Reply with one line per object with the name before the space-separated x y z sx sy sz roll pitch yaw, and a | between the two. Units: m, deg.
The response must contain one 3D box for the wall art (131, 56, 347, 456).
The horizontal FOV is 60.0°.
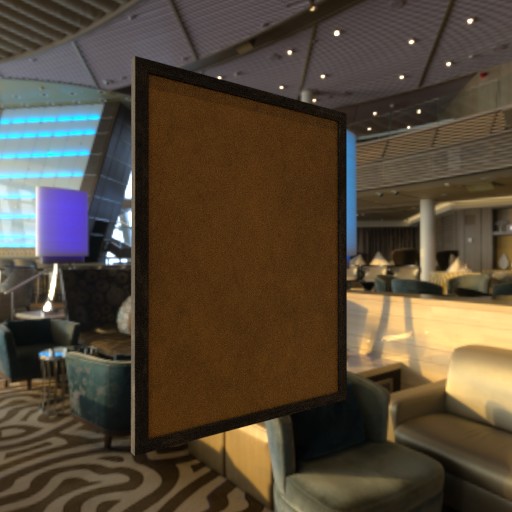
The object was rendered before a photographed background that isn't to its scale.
wall art | 0.000 0.000 1.427 0.812 1.066 0.029 0 0 -36
